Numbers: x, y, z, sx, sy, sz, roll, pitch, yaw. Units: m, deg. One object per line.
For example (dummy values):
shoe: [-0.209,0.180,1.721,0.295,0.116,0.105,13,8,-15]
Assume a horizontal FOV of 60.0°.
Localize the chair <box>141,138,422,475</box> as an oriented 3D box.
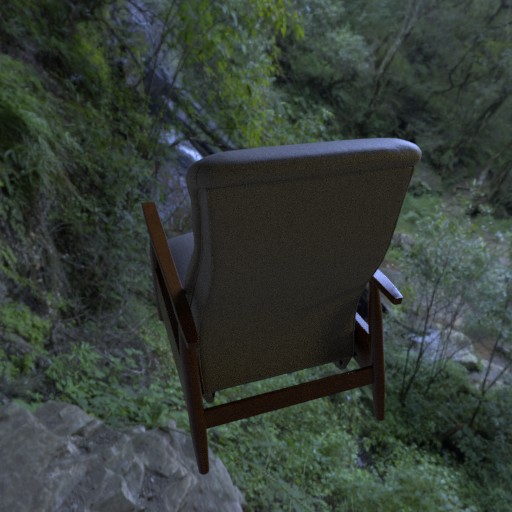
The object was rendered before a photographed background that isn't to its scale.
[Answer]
chair: [0.000,0.000,1.761,0.762,1.082,1.032,-9,29,-17]
